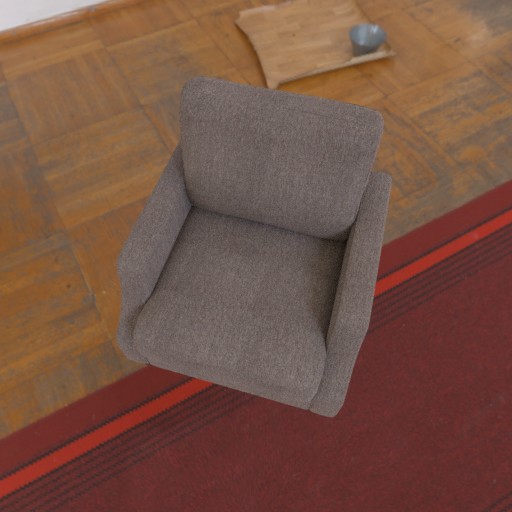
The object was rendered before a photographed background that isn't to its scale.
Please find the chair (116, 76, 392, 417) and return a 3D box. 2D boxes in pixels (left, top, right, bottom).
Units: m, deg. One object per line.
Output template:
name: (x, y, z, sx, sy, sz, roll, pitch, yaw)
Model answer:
chair: (0.000, 0.000, 1.648, 0.855, 0.993, 0.897, 14, 59, 8)
